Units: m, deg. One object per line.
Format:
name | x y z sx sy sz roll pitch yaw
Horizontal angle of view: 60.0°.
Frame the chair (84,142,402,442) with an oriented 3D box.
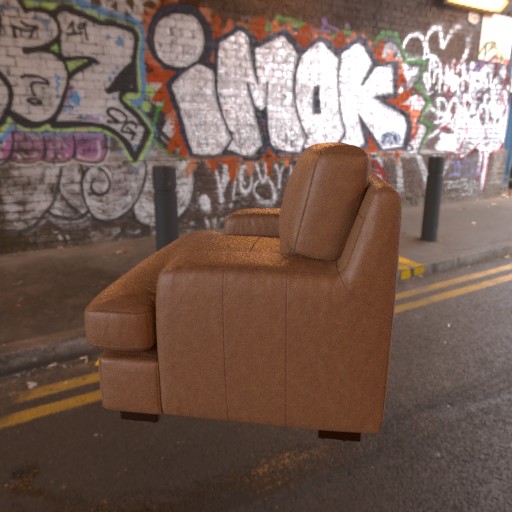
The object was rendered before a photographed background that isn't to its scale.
chair | 0.000 0.000 1.963 1.050 0.978 1.276 2 15 8
